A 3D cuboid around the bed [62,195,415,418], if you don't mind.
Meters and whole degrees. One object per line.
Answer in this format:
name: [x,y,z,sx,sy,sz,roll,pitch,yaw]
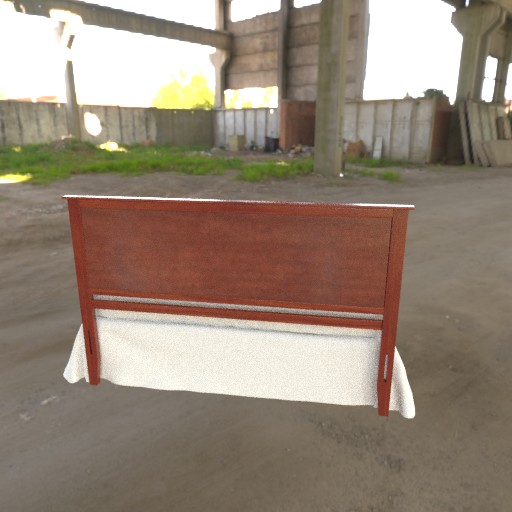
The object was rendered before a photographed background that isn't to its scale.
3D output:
bed: [0.000,0.000,3.669,2.314,1.271,2.219,3,17,10]
